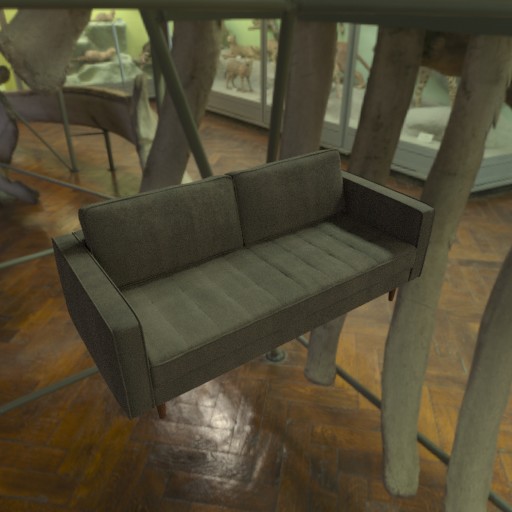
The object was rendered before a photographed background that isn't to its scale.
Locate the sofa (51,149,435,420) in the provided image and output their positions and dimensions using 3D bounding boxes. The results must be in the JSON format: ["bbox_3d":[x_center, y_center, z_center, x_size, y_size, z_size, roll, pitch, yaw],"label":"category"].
[{"bbox_3d":[0.000,0.000,2.468,1.920,0.825,0.924,-20,36,-30],"label":"sofa"}]
